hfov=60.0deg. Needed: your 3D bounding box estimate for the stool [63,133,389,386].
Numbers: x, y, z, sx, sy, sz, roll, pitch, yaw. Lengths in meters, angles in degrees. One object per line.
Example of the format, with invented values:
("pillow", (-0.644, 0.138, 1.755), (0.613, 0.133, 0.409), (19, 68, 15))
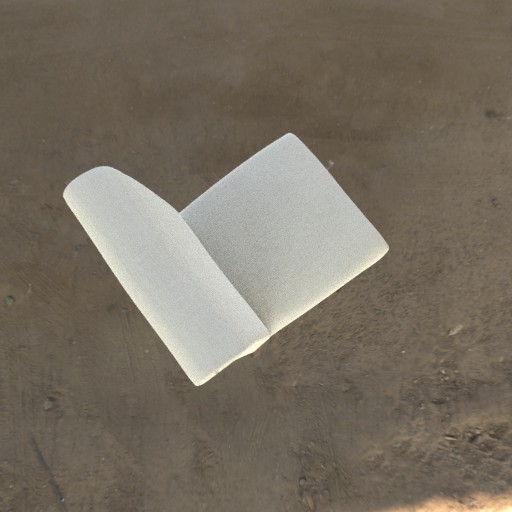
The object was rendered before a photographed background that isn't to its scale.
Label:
("stool", (0.000, 0.000, 1.289), (0.597, 0.976, 0.452), (-36, 78, -9))
